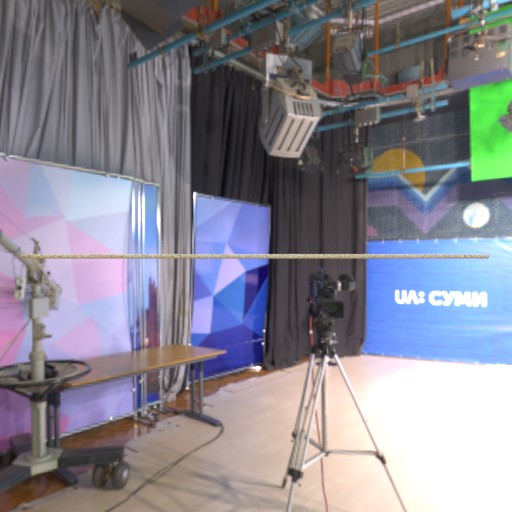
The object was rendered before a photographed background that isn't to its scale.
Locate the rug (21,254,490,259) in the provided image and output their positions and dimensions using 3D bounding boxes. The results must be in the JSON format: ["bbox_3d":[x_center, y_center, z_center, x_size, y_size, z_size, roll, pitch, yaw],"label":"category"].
[{"bbox_3d":[0.000,0.000,3.453,2.699,0.025,1.800,0,0,1],"label":"rug"}]
